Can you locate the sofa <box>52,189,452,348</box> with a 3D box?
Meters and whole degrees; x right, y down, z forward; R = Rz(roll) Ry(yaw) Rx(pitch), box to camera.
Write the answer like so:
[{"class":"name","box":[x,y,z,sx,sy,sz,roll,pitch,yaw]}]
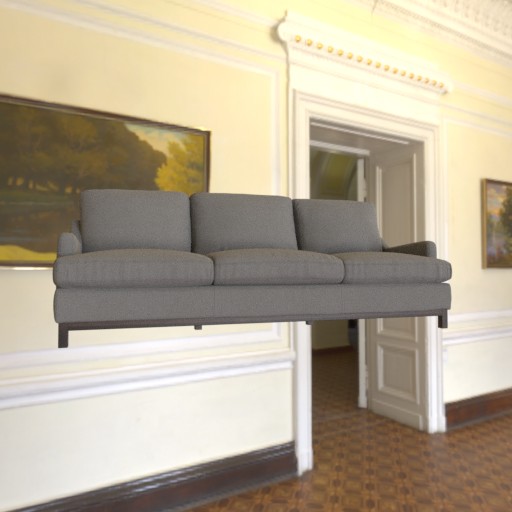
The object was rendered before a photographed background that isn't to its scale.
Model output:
[{"class":"sofa","box":[0.000,0.000,2.911,2.344,0.926,0.987,0,-2,-18]}]
